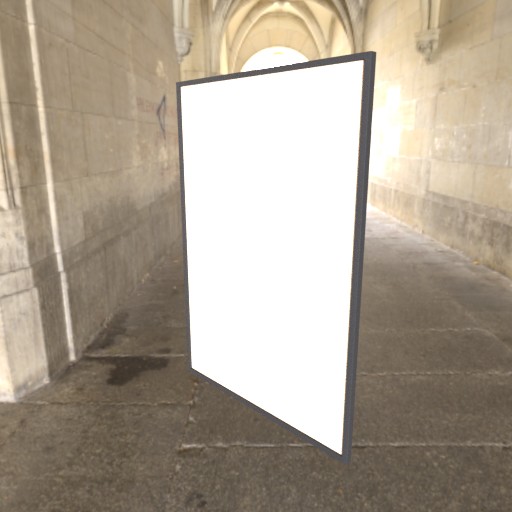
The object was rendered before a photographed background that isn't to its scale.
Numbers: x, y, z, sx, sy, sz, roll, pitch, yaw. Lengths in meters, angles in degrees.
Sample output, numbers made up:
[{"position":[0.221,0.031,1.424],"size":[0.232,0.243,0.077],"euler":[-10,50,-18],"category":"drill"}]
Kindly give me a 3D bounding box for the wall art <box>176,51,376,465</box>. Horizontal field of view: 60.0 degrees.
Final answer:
[{"position":[0.000,0.000,0.841],"size":[0.013,0.657,0.457],"euler":[-14,20,-43],"category":"wall art"}]
